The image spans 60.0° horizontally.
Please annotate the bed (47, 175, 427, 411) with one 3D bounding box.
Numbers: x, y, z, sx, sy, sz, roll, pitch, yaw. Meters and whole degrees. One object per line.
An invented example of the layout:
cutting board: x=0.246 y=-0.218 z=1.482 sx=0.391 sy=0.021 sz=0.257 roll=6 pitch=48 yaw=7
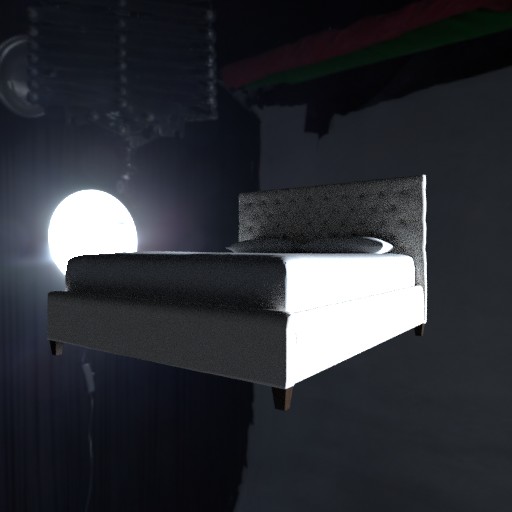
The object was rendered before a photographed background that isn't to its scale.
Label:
bed: x=0.000 y=0.000 z=3.583 sx=2.078 sy=1.427 sz=2.387 roll=0 pitch=1 yaw=36
